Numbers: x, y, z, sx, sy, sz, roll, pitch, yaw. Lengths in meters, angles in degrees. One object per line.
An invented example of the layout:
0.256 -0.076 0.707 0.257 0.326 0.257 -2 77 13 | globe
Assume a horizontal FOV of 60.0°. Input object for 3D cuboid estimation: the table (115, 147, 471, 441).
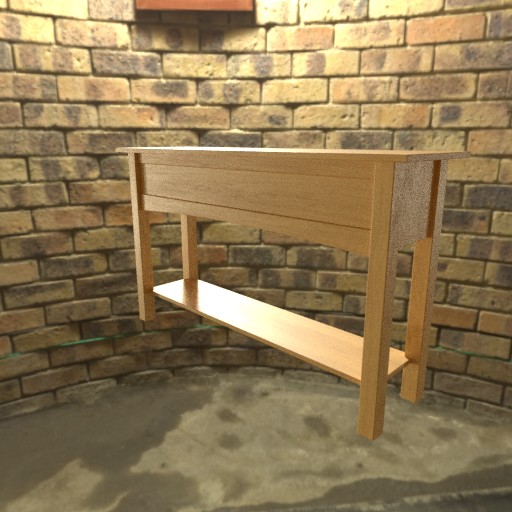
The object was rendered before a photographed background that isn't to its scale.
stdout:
0.000 0.000 1.555 0.350 0.730 1.240 -14 20 -43 | table
